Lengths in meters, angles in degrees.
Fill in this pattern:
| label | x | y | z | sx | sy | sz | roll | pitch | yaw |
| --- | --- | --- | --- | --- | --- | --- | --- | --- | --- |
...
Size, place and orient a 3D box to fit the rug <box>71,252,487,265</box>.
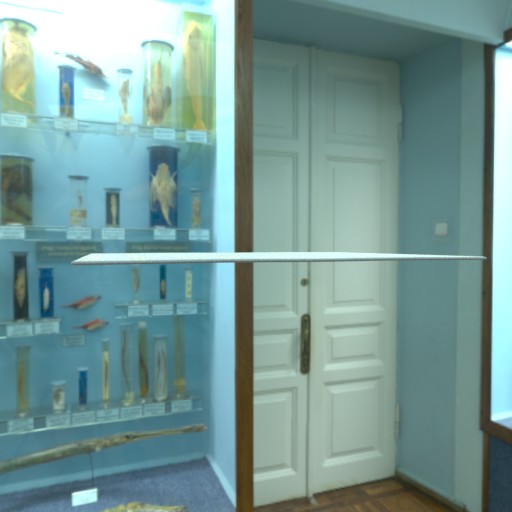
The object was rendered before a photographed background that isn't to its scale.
| label | x | y | z | sx | sy | sz | roll | pitch | yaw |
| --- | --- | --- | --- | --- | --- | --- | --- | --- | --- |
| rug | 0.000 | 0.000 | 4.191 | 3.066 | 0.030 | 2.462 | 0 | 1 | -19 |
